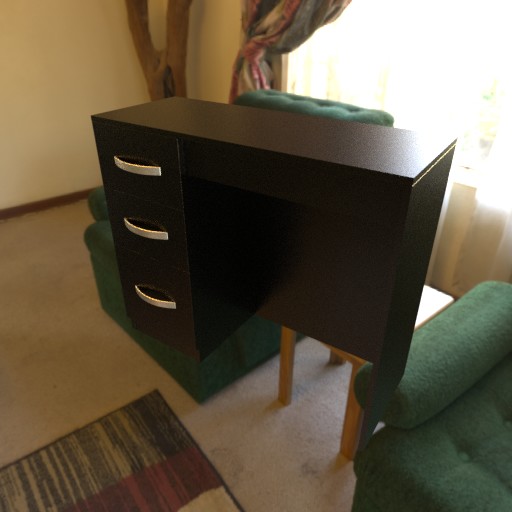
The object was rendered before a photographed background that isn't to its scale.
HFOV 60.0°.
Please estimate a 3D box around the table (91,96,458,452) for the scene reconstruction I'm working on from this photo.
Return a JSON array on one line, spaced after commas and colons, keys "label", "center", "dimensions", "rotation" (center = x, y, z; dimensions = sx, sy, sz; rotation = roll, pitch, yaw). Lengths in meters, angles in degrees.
[{"label": "table", "center": [0.000, 0.000, 1.365], "dimensions": [0.930, 0.790, 0.380], "rotation": [19, 35, 29]}]
